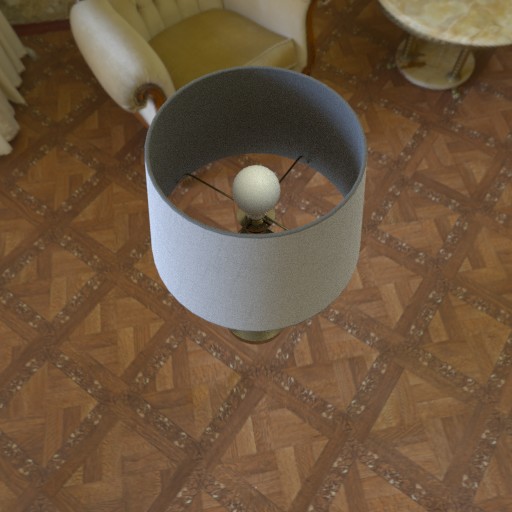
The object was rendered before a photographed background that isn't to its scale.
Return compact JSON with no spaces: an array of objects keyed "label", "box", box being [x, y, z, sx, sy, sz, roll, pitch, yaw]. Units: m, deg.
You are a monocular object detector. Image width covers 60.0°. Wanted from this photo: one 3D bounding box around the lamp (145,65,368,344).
[{"label":"lamp","box":[0.000,0.000,0.730,0.309,0.545,0.309,0,62,0]}]
